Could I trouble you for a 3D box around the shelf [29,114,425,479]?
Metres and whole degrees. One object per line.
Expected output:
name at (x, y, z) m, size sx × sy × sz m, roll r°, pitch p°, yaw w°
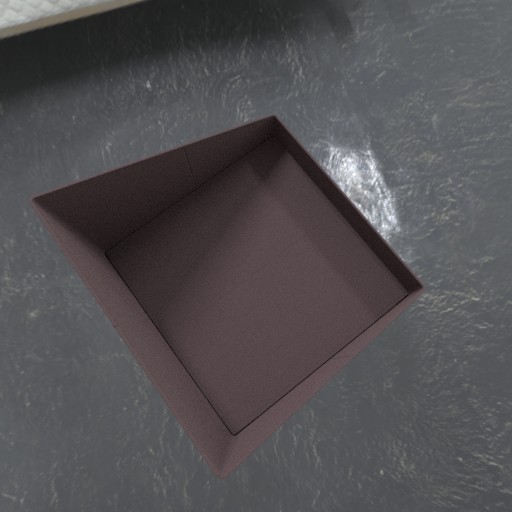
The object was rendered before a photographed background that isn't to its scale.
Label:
shelf at (0.000, 0.000, 0.489) m, size 0.292 × 0.210 × 0.292 m, roll -37°, pitch 79°, yaw -8°
